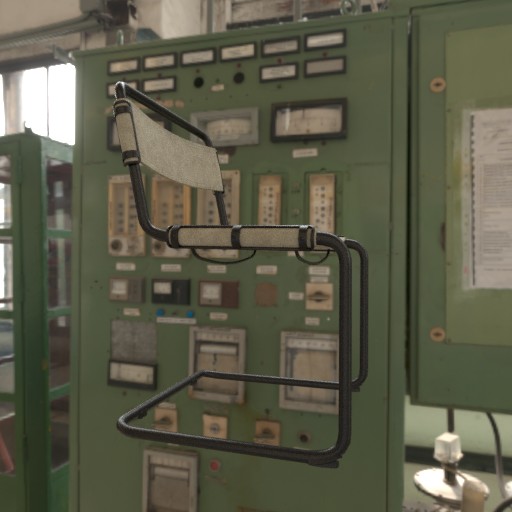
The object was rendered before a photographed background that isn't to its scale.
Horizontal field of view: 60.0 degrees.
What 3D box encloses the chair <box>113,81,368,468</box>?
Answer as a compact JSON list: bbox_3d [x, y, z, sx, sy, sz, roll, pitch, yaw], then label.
[{"bbox_3d":[0.000,0.000,1.066,0.497,0.747,0.499,0,0,18],"label":"chair"}]
